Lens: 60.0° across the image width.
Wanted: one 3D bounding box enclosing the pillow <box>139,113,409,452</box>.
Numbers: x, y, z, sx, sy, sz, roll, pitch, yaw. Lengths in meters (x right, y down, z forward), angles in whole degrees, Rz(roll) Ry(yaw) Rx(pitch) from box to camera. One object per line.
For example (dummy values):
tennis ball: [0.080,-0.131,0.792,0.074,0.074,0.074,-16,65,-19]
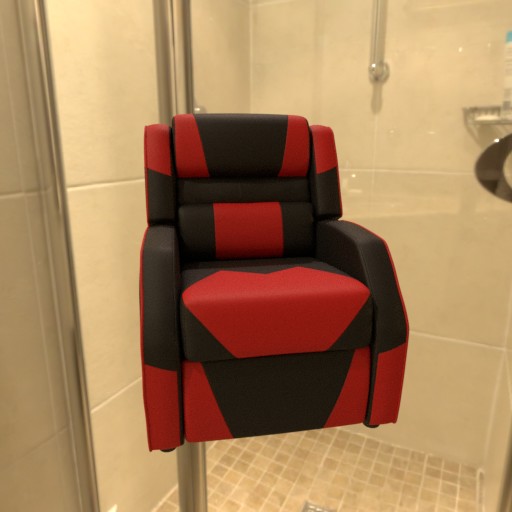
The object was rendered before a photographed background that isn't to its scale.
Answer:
pillow: [0.000,0.000,1.259,0.620,0.805,0.672,-3,15,-10]
